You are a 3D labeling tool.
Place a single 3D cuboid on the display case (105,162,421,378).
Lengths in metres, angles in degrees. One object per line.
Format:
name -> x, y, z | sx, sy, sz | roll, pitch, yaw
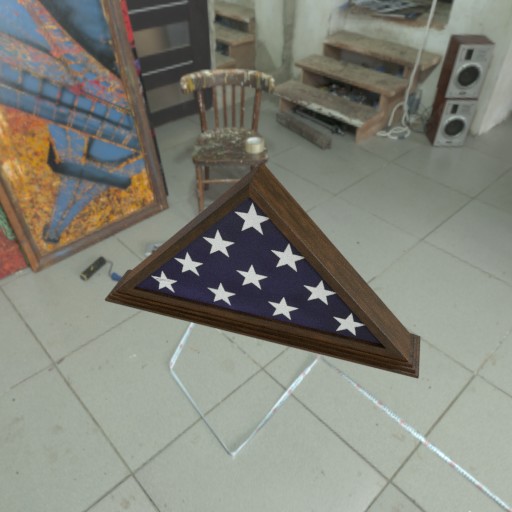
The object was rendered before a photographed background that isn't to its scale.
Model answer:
display case -> 0.000, 0.000, 0.791 | 0.640, 0.340, 0.095 | 12, 42, 13
